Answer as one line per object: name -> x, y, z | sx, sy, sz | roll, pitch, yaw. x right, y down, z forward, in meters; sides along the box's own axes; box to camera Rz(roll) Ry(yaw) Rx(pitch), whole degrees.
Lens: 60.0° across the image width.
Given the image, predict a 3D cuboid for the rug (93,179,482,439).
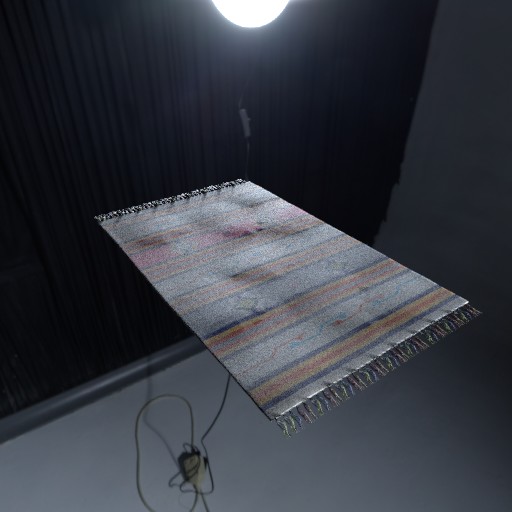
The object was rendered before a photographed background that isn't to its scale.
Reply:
rug -> 0.000, 0.000, 2.256 | 1.084, 0.013, 1.849 | -20, 37, -29
